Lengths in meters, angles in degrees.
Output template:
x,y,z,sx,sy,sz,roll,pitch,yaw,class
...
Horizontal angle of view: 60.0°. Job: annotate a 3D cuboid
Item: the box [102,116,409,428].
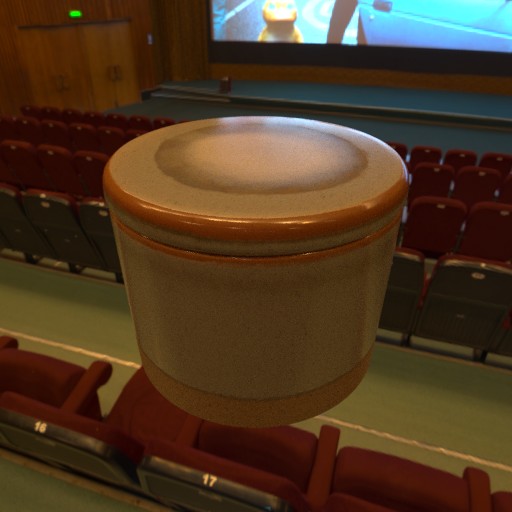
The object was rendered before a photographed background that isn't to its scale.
x,y,z,sx,sy,sz,roll,pitch,yaw,class
0.000,0.000,0.208,0.123,0.100,0.123,0,32,0,box
